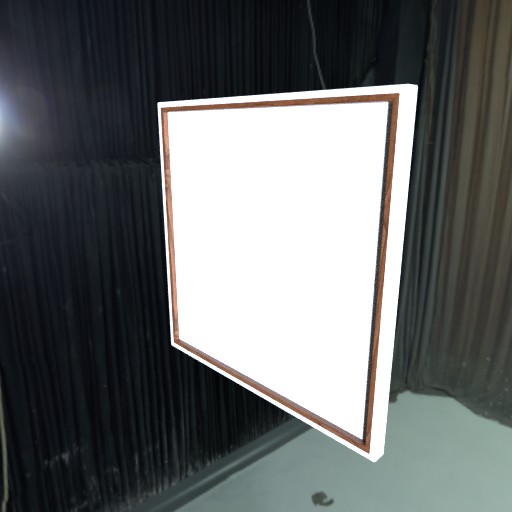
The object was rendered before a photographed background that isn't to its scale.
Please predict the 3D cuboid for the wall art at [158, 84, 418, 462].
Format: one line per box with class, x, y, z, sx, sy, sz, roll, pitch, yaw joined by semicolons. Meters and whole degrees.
wall art;0.000;0.000;1.483;0.049;1.009;1.009;-15;22;-43
